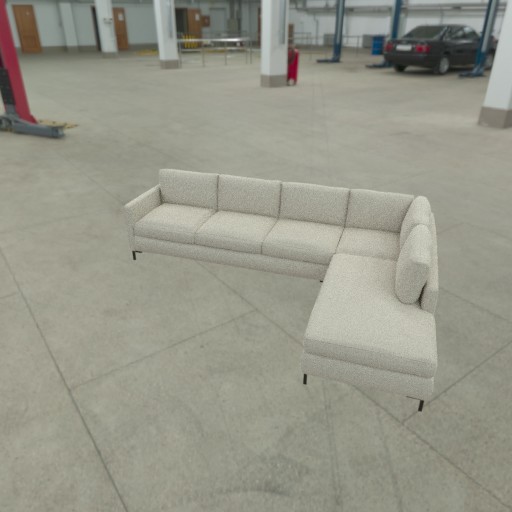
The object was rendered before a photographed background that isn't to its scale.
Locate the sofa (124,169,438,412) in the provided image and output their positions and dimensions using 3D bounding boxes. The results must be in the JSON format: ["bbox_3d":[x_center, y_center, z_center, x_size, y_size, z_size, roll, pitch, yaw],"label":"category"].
[{"bbox_3d":[0.000,0.000,3.855,2.949,0.815,2.007,9,29,16],"label":"sofa"}]
